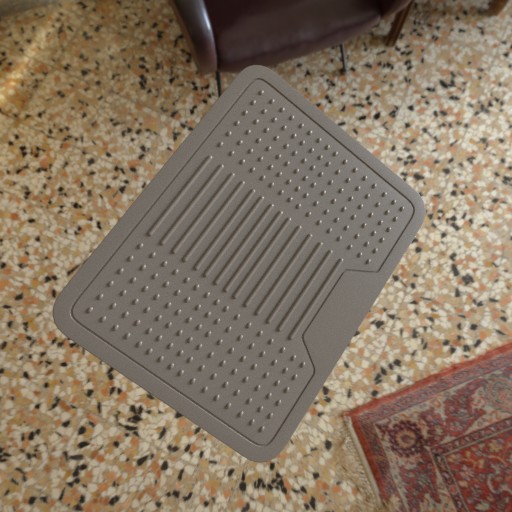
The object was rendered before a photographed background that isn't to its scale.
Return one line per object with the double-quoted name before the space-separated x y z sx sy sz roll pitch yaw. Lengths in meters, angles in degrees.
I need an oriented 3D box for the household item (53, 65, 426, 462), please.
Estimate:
"household item" 0.000 0.000 0.537 0.301 0.126 0.390 33 77 9
